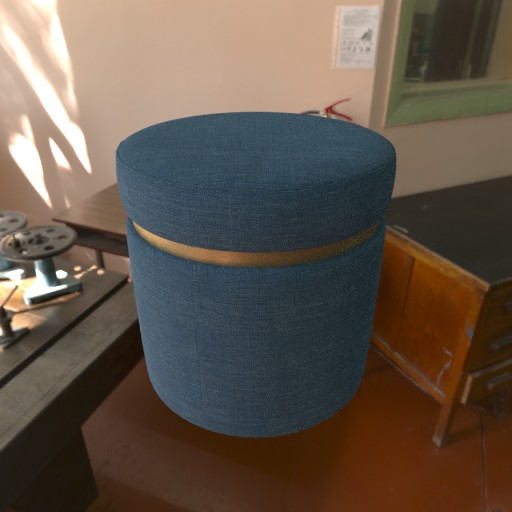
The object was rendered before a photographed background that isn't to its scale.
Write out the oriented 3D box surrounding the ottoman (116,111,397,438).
[{"bbox_3d":[0.000,0.000,0.729,0.398,0.406,0.398,0,29,0],"label":"ottoman"}]
